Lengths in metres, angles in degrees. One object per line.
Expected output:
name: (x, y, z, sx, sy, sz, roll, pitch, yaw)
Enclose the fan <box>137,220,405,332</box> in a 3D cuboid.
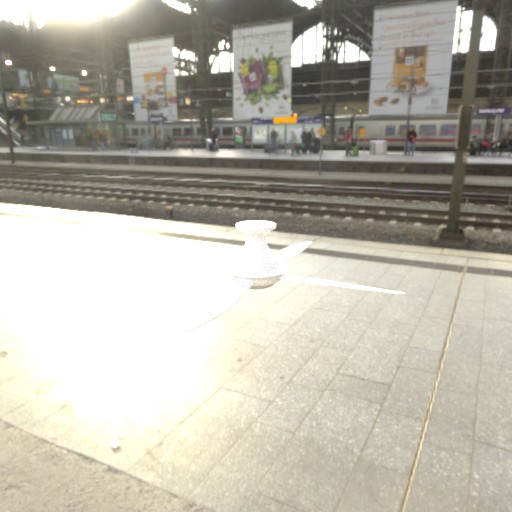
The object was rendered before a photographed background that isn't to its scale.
fan: (0.000, 0.000, 2.602, 1.694, 0.382, 1.693, 7, 17, 24)
